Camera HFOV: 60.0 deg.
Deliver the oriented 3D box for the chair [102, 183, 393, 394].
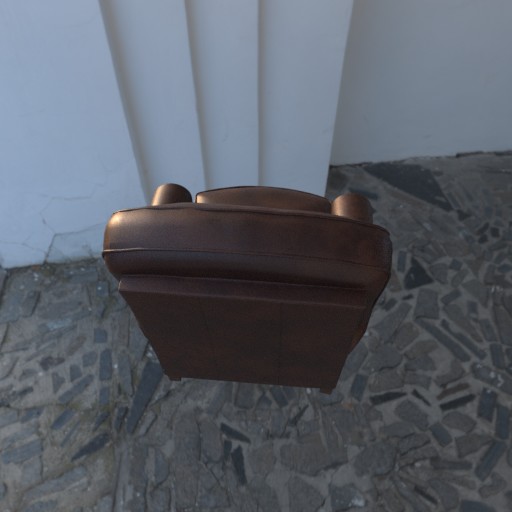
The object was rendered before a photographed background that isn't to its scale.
[{"bbox_3d":[0.000,0.000,1.778,0.936,1.018,0.986,4,46,4],"label":"chair"}]
